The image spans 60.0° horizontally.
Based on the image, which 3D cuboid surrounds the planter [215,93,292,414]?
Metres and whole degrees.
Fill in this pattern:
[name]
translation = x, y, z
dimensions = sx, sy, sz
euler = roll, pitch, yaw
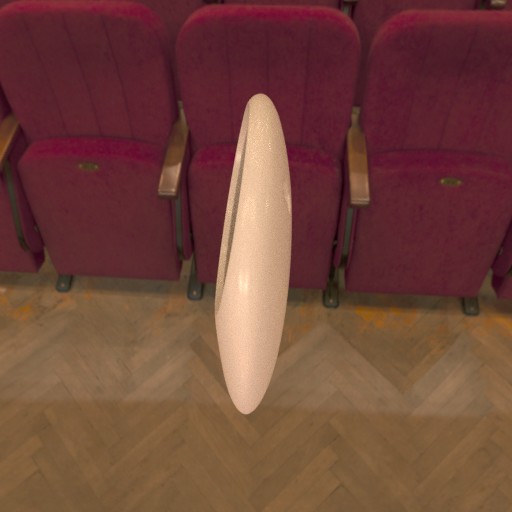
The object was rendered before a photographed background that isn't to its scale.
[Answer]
[planter]
translation = 0.000, 0.000, 0.276
dimensions = 0.043, 0.188, 0.185
euler = 3, 58, 2
